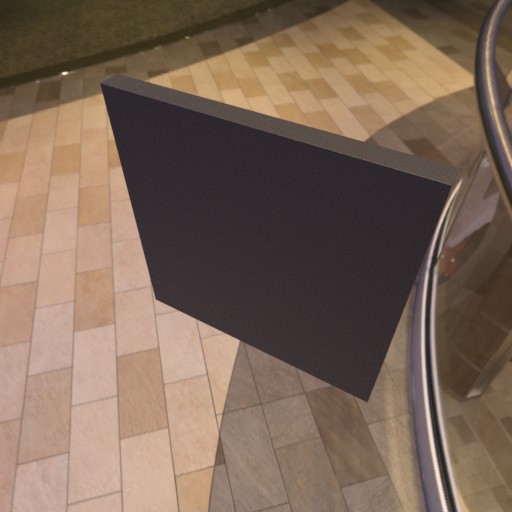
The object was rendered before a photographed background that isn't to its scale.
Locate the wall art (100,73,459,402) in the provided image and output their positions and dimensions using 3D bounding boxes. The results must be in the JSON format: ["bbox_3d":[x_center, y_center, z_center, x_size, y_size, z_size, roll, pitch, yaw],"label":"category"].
[{"bbox_3d":[0.000,0.000,0.758,0.507,0.507,0.038,22,50,20],"label":"wall art"}]
